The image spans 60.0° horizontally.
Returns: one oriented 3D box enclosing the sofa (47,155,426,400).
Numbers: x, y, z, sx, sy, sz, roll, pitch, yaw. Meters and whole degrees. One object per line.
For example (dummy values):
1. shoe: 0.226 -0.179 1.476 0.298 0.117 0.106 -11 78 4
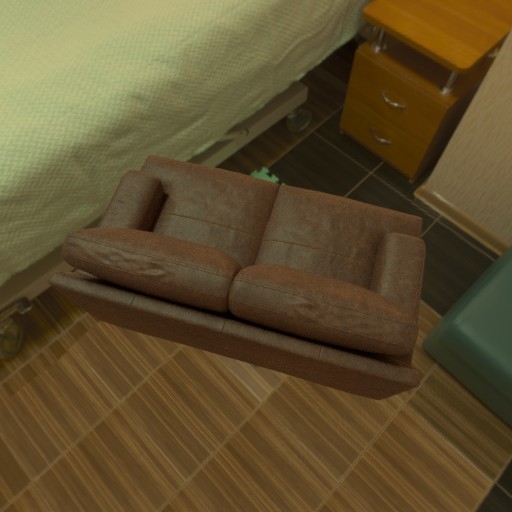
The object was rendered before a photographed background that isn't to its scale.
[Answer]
1. sofa: 0.000 0.000 2.531 1.880 0.939 1.143 14 63 7
